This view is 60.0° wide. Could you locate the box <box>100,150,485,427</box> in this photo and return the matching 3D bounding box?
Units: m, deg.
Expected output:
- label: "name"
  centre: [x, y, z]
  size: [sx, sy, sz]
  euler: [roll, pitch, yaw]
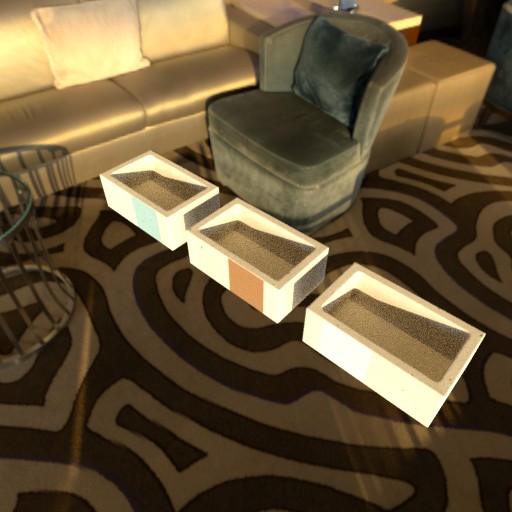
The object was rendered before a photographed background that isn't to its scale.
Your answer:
- label: "box"
  centre: [0.000, 0.000, 0.490]
  size: [0.461, 0.051, 0.082]
  euler: [32, 52, 29]
